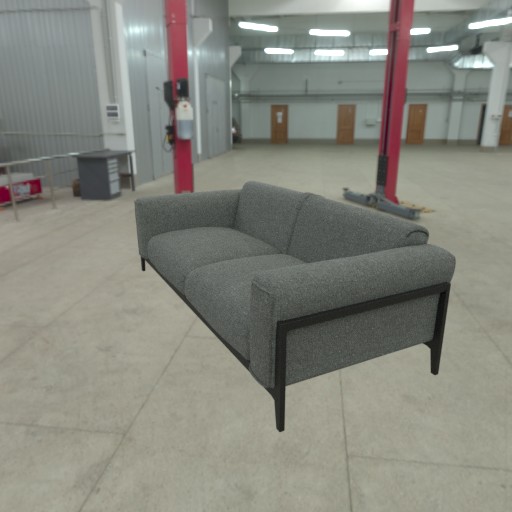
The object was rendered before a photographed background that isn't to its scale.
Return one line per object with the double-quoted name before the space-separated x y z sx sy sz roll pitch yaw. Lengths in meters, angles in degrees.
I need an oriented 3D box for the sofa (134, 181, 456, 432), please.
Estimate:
"sofa" 0.000 0.000 2.691 0.985 0.703 2.125 -9 20 -26
